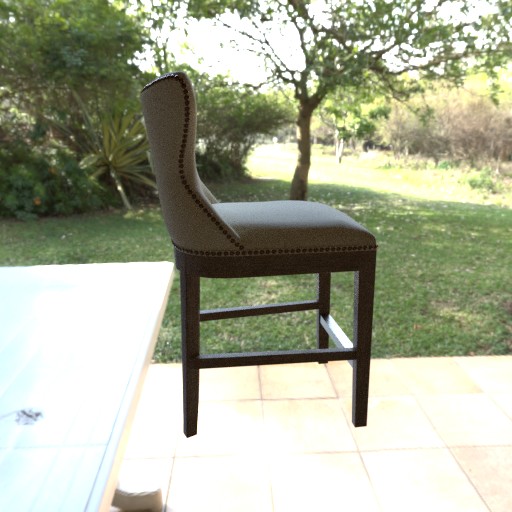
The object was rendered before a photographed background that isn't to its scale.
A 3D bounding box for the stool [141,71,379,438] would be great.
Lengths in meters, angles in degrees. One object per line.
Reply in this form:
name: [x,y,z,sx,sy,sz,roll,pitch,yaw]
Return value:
stool: [0.000,0.000,1.334,0.608,0.981,0.498,-3,16,-9]
